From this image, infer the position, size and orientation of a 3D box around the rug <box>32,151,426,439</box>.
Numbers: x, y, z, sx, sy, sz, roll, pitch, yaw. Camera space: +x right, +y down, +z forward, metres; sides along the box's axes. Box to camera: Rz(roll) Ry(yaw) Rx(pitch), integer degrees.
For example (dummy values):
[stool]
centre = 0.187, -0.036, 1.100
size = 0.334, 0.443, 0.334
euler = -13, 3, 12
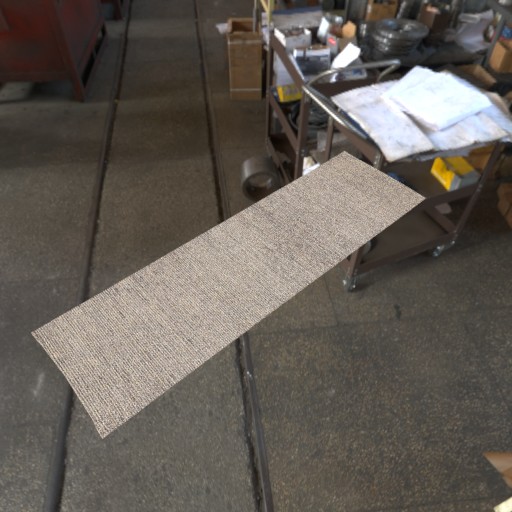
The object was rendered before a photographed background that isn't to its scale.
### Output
[rug]
centre = 0.000, 0.000, 2.525
size = 2.335, 0.013, 0.697
euler = -33, 56, -26
